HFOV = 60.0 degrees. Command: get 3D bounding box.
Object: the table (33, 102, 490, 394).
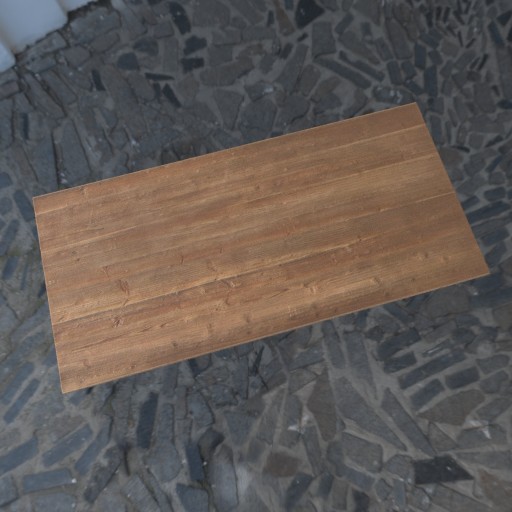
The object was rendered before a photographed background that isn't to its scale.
[{"bbox_3d":[0.000,0.000,2.480,2.003,0.760,0.952,-15,75,-4],"label":"table"}]
